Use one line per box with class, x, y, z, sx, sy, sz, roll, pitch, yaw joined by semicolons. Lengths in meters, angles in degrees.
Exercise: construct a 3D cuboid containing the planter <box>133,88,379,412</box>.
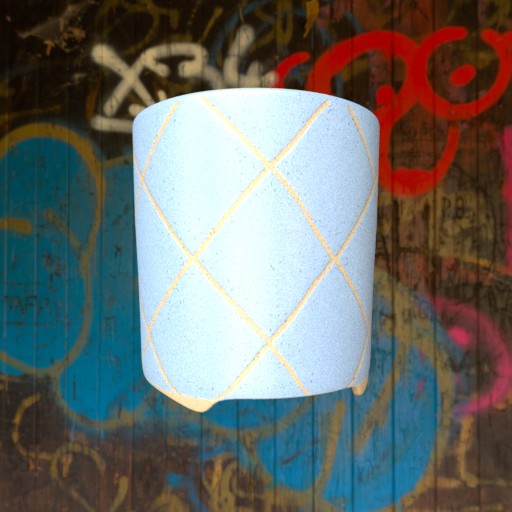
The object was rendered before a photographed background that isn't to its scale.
planter;0.000;0.000;0.422;0.227;0.235;0.227;0;-1;0
